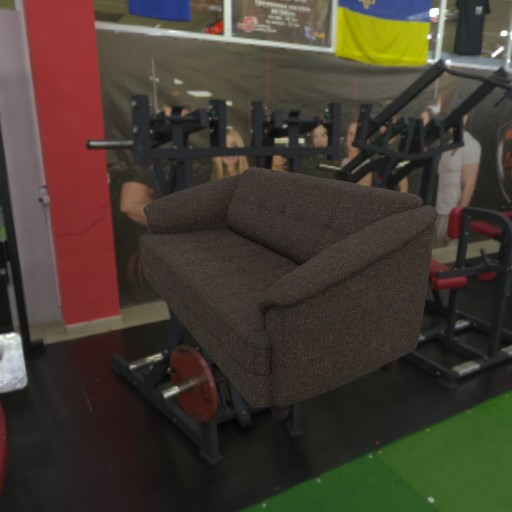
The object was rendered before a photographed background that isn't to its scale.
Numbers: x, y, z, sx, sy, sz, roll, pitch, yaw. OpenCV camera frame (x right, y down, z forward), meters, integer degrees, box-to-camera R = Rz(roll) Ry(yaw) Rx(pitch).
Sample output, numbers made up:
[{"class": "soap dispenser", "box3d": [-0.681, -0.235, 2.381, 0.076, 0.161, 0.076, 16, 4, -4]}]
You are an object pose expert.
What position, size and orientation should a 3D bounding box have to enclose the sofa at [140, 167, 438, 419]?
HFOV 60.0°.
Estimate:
[{"class": "sofa", "box3d": [0.000, 0.000, 2.329, 0.887, 0.790, 1.849, -8, 18, -26]}]
